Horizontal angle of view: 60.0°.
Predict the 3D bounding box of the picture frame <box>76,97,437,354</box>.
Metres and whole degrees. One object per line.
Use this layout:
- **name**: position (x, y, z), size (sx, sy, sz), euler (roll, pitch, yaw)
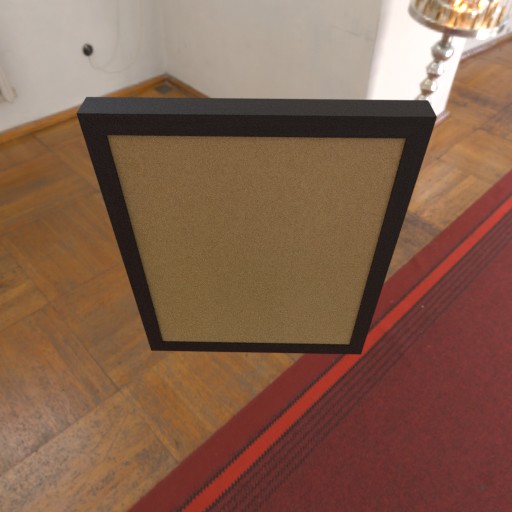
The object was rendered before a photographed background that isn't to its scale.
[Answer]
- **picture frame**: position (0.000, 0.000, 0.771), size (0.452, 0.555, 0.044), euler (1, 46, 1)
